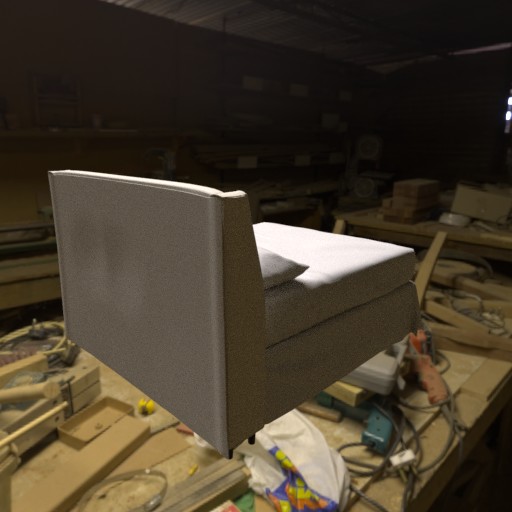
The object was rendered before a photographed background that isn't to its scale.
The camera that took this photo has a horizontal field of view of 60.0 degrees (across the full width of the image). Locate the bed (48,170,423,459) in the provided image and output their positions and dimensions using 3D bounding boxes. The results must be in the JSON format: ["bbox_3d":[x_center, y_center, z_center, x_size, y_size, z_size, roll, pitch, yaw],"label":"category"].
[{"bbox_3d":[0.000,0.000,3.384,2.276,1.332,1.925,-14,21,-43],"label":"bed"}]
